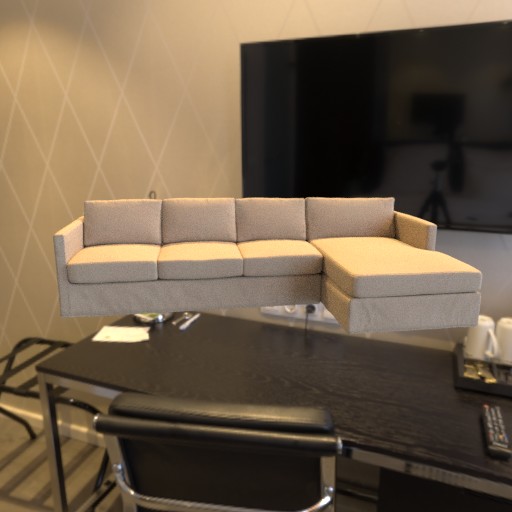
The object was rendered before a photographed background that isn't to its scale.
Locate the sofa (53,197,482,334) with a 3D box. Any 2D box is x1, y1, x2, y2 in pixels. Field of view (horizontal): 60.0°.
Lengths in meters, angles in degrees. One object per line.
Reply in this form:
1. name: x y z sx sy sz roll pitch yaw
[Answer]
1. sofa: 0.000 0.000 3.783 3.206 0.871 1.622 -2 14 -8
